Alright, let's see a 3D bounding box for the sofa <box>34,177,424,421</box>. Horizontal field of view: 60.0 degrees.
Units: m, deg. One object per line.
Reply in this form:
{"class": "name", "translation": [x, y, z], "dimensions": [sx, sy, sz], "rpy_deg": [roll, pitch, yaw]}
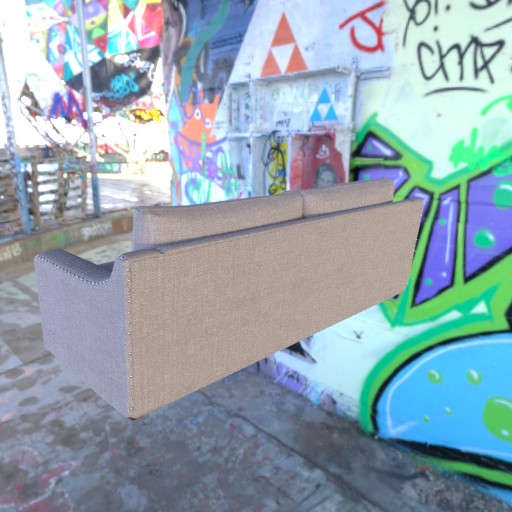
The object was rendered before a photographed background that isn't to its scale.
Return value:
{"class": "sofa", "translation": [0.000, 0.000, 2.652], "dimensions": [2.208, 0.857, 1.000], "rpy_deg": [-14, 20, -42]}
